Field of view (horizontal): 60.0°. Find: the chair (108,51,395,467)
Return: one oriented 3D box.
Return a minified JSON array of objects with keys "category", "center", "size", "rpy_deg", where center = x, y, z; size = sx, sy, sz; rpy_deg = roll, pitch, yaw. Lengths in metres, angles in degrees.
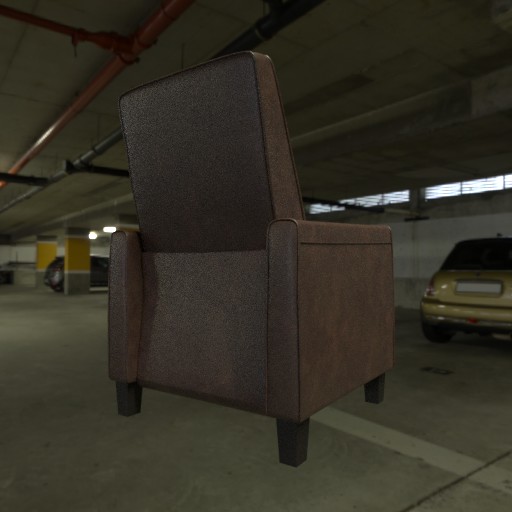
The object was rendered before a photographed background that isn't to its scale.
[{"category":"chair","center":[0.000,0.000,1.486],"size":[0.705,1.013,0.746],"rpy_deg":[-1,-2,35]}]
